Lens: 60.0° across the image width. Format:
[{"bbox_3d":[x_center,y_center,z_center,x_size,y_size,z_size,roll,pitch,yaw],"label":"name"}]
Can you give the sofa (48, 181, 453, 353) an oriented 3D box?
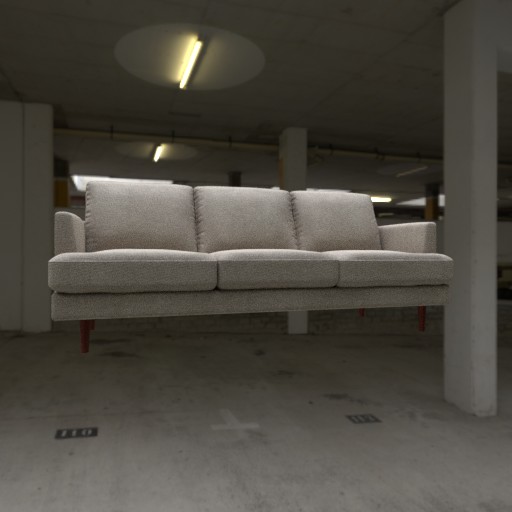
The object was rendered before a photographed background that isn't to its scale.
[{"bbox_3d":[0.000,0.000,2.740,2.246,0.930,0.903,0,0,-18],"label":"sofa"}]
